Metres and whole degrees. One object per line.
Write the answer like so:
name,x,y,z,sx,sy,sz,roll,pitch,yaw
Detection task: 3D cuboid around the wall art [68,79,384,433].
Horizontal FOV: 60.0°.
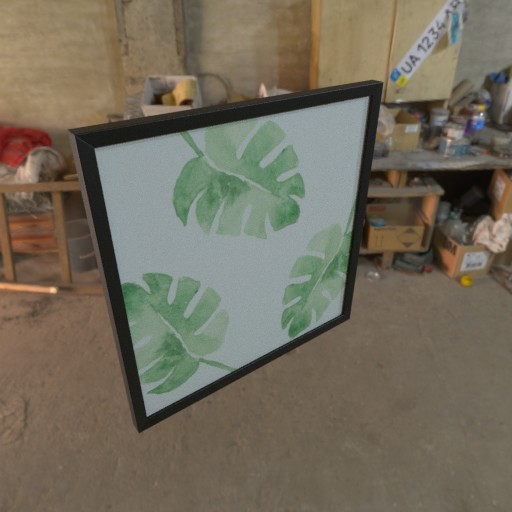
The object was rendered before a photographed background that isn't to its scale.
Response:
wall art,0.000,0.000,1.132,0.765,0.765,0.038,-21,37,-30
